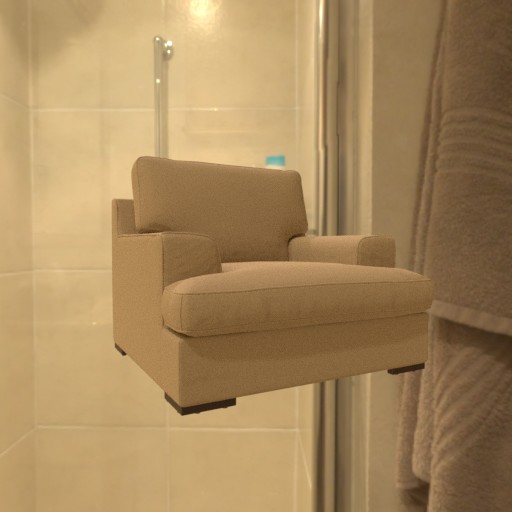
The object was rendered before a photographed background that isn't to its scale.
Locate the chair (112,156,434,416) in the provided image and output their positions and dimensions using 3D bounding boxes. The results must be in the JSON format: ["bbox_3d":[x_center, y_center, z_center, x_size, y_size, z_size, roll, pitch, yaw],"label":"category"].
[{"bbox_3d":[0.000,0.000,2.142,1.293,1.005,1.274,-1,2,-36],"label":"chair"}]
